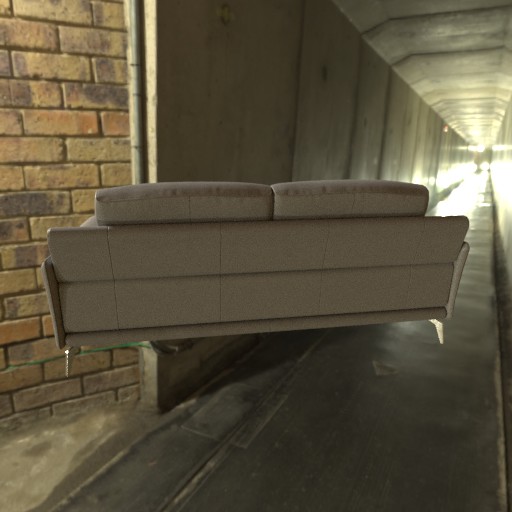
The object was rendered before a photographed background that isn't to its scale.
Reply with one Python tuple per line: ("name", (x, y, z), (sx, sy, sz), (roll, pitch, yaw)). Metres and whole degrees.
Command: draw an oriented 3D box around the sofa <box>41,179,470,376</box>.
("sofa", (0.000, 0.000, 2.606), (2.101, 0.930, 1.049), (-3, 14, -10))
